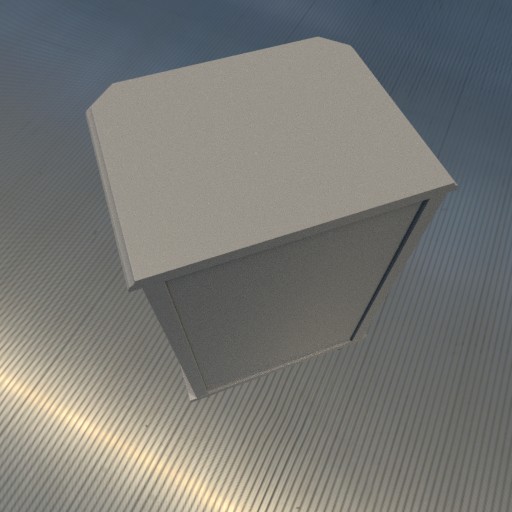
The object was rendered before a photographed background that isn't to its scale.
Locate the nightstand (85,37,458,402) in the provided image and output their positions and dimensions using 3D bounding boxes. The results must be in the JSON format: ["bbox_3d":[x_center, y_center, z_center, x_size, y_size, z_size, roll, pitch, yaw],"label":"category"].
[{"bbox_3d":[0.000,0.000,0.902,0.435,0.680,0.348,-17,61,-10],"label":"nightstand"}]
